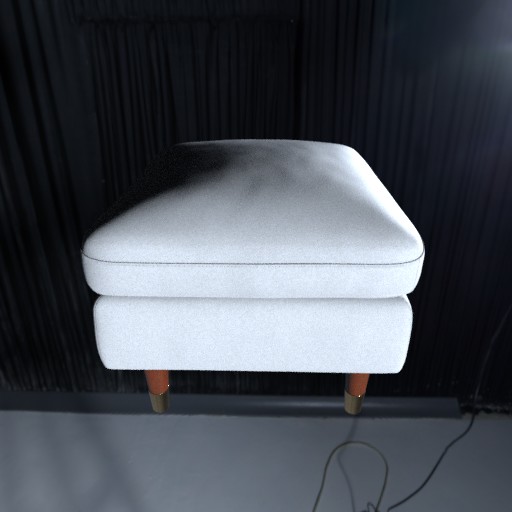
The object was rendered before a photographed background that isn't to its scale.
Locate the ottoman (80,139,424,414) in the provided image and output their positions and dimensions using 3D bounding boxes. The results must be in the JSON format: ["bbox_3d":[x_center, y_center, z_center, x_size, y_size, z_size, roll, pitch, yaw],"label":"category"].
[{"bbox_3d":[0.000,0.000,1.094,0.593,0.478,0.747,0,26,1],"label":"ottoman"}]
